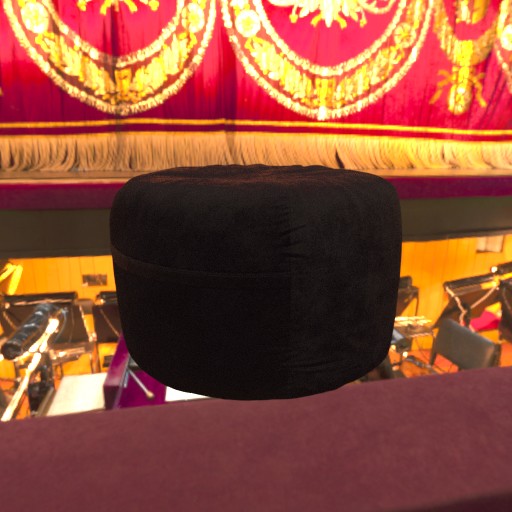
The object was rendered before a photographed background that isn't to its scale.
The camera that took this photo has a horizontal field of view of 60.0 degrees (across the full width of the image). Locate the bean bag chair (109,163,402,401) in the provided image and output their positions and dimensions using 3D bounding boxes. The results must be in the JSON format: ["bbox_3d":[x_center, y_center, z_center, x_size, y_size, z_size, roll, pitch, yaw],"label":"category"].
[{"bbox_3d":[0.000,0.000,1.961,1.219,0.762,1.219,0,16,0],"label":"bean bag chair"}]
